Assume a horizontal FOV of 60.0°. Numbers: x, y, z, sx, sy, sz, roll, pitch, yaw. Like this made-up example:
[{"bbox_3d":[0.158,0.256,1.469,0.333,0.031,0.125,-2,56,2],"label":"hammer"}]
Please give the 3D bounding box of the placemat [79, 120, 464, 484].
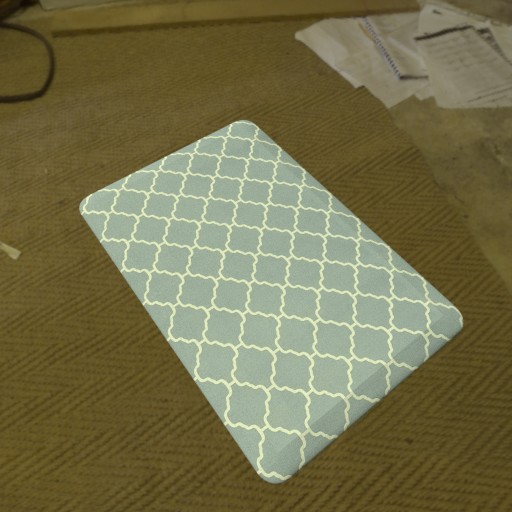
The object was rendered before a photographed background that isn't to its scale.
[{"bbox_3d":[0.000,0.000,0.963,0.508,0.021,0.762,-32,63,-19],"label":"placemat"}]
